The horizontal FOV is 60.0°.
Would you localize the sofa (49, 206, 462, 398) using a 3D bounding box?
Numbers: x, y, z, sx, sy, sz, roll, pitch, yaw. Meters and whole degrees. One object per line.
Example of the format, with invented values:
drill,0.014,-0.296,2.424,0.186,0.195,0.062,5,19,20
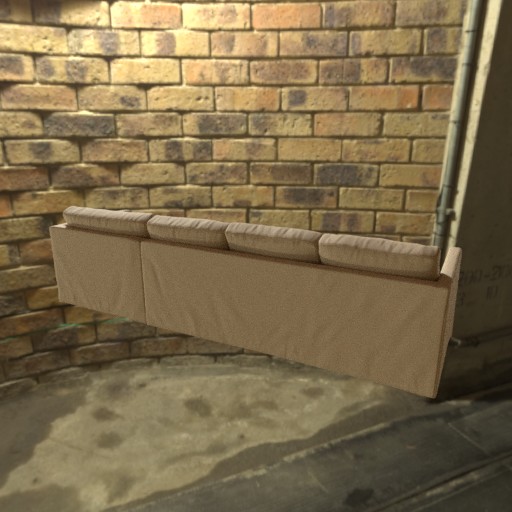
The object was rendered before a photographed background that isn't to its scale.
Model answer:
sofa,0.000,0.000,3.823,3.206,0.871,1.622,9,19,26
